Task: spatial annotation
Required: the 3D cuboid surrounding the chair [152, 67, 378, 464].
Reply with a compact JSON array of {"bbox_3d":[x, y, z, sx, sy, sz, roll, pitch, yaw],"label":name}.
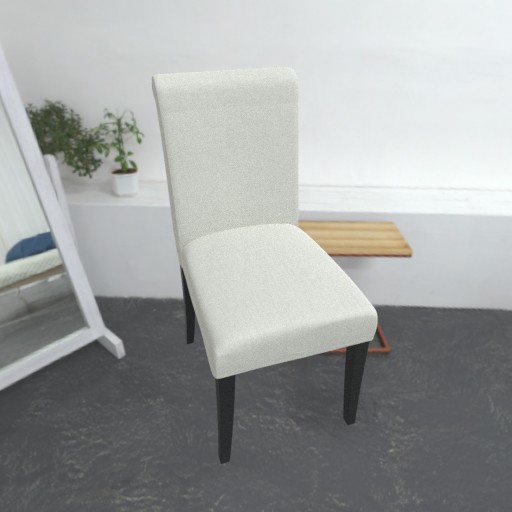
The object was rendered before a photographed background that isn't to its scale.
[{"bbox_3d":[0.000,0.000,1.370,0.452,0.976,0.708,-10,33,-16],"label":"chair"}]
